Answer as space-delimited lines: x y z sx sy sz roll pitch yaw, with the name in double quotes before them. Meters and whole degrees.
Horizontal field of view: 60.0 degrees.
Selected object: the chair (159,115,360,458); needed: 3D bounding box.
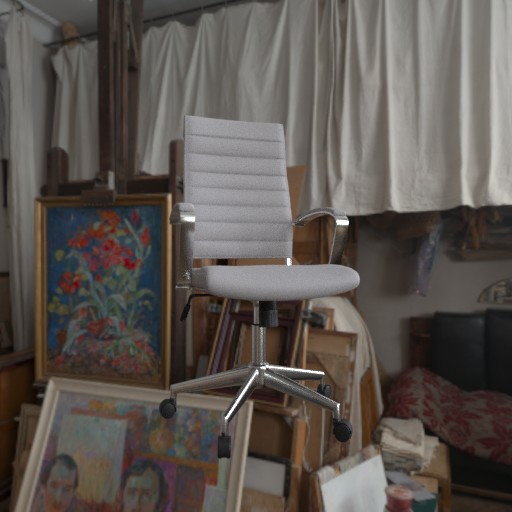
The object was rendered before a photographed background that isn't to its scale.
"chair" 0.000 0.000 1.607 0.679 1.149 0.667 0 1 -17
